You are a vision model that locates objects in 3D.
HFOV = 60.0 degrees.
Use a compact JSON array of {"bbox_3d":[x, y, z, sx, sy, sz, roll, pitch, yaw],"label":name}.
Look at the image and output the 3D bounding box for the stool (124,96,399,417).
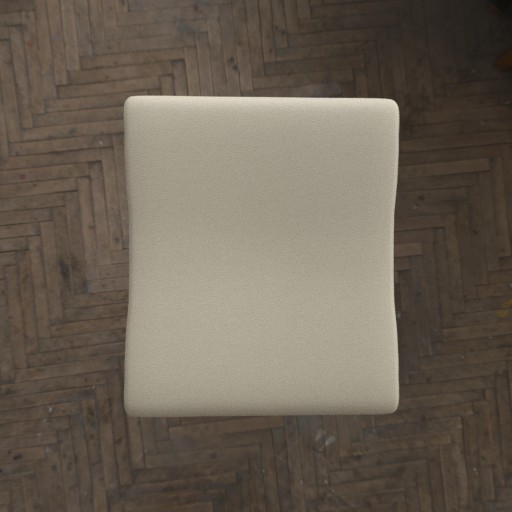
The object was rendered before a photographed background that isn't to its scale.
[{"bbox_3d":[0.000,0.000,0.929,0.401,0.609,0.471,0,90,-2],"label":"stool"}]
